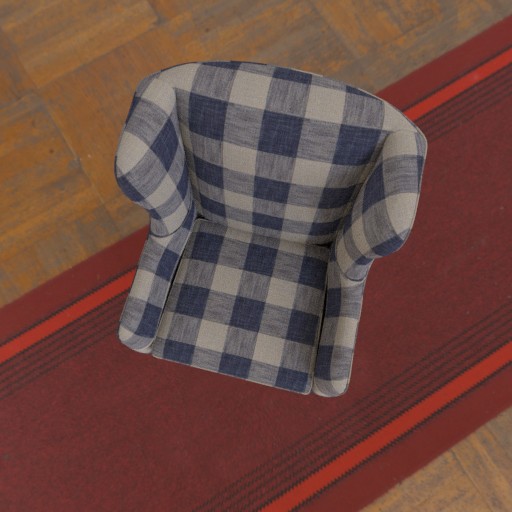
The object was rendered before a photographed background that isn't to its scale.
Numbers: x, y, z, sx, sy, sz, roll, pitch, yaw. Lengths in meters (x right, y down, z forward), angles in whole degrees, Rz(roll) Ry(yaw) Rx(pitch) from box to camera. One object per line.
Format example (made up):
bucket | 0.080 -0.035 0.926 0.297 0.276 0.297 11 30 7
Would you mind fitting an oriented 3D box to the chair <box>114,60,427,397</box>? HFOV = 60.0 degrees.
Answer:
chair | 0.000 0.000 1.642 0.830 1.041 0.889 13 77 3
